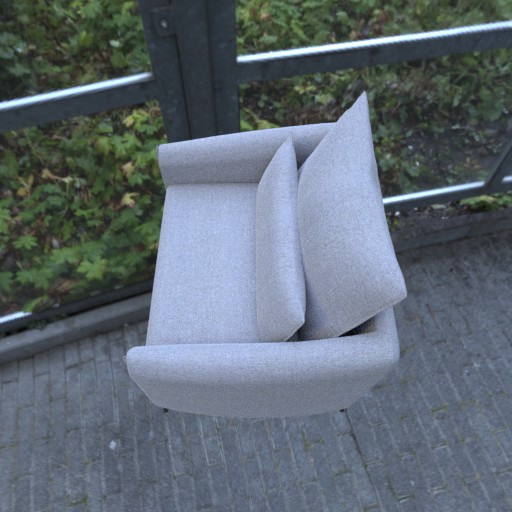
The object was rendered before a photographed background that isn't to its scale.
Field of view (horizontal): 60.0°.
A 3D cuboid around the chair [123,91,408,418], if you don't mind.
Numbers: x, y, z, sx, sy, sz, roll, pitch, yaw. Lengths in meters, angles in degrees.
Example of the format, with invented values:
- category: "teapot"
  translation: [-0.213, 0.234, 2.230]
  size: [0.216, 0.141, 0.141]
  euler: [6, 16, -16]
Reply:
- category: "chair"
  translation: [0.000, 0.000, 1.625]
  size: [0.801, 0.856, 1.029]
  euler: [0, 58, 0]
